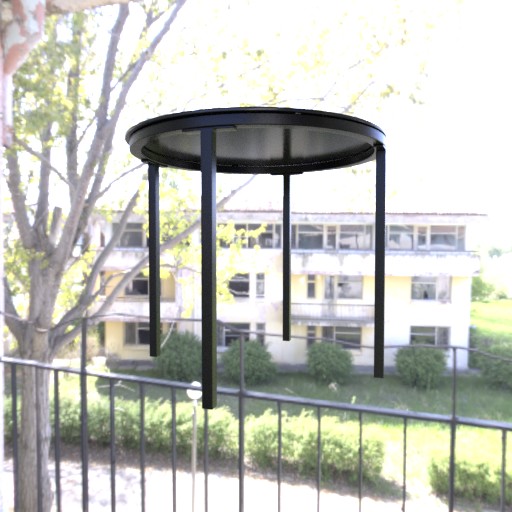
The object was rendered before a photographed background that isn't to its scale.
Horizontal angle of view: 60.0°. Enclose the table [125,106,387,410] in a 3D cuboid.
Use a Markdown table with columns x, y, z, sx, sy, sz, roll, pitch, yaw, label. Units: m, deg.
| x | y | z | sx | sy | sz | roll | pitch | yaw | label |
| --- | --- | --- | --- | --- | --- | --- | --- | --- | --- |
| 0.000 | 0.000 | 0.886 | 0.499 | 0.443 | 0.499 | 0 | 2 | 0 | table |
